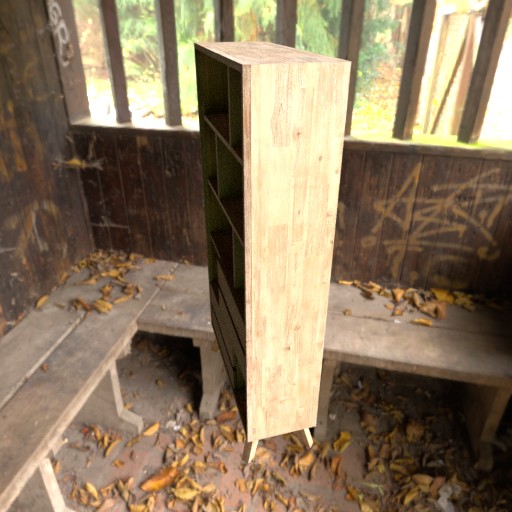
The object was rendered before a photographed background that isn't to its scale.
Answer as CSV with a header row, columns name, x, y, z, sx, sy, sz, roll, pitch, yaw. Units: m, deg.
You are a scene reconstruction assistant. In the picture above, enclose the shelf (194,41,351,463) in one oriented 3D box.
name,x,y,z,sx,sy,sz,roll,pitch,yaw
shelf,0.000,0.000,1.740,0.308,1.471,0.748,-8,30,-14
